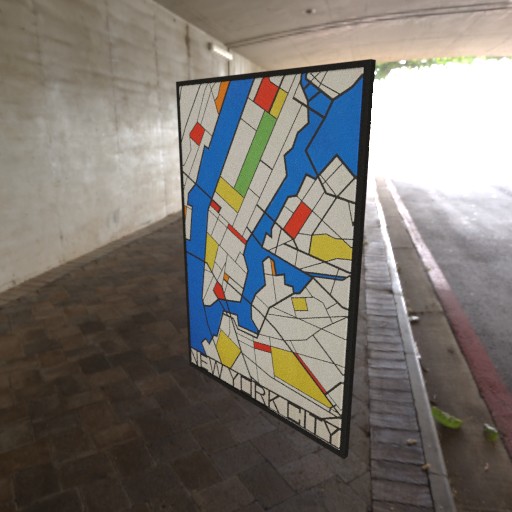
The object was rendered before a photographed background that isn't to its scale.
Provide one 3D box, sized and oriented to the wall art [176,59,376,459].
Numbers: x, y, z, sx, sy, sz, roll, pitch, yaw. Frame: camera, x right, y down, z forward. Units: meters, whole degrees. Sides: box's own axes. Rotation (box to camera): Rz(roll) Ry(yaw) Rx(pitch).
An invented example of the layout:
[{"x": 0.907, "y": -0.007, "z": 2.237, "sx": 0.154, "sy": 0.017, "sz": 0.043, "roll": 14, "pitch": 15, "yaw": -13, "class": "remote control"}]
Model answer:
[{"x": 0.000, "y": 0.000, "z": 0.856, "sx": 0.013, "sy": 0.657, "sz": 0.457, "roll": -16, "pitch": 22, "yaw": -43, "class": "wall art"}]
